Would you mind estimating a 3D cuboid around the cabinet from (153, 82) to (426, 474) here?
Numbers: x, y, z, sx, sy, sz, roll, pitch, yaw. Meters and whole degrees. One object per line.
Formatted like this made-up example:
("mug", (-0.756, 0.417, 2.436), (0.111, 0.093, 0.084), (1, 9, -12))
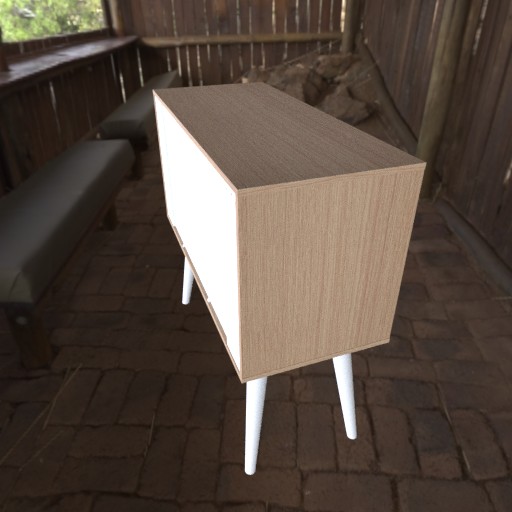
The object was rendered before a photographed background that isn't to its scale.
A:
("cabinet", (0.000, 0.000, 1.641), (0.470, 1.016, 1.057), (-11, 33, -17))
